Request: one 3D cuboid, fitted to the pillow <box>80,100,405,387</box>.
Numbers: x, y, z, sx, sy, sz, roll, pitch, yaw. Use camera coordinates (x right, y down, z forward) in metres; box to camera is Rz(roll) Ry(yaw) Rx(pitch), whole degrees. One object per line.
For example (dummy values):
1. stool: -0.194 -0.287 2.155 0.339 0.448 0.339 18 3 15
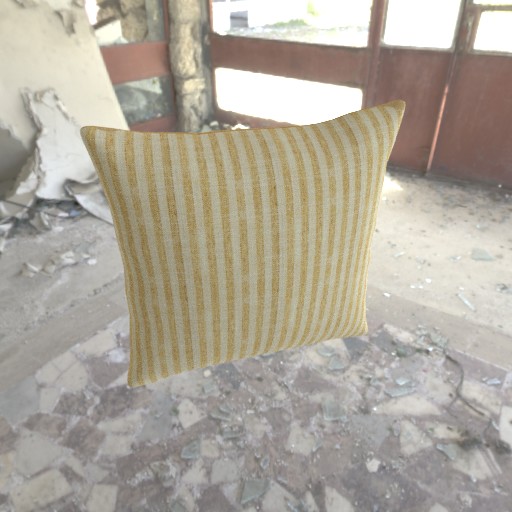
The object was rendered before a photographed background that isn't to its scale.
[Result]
1. pillow: 0.000 0.000 0.641 0.419 0.407 0.173 -10 33 -15
